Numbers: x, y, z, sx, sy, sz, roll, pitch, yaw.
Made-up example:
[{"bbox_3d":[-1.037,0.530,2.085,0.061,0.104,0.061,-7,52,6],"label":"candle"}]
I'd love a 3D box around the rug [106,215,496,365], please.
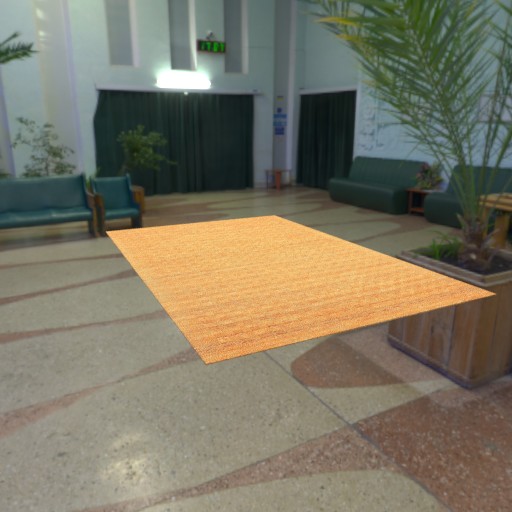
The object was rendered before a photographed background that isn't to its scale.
[{"bbox_3d":[0.000,0.000,2.856,1.524,0.006,2.285,-8,18,-25],"label":"rug"}]
